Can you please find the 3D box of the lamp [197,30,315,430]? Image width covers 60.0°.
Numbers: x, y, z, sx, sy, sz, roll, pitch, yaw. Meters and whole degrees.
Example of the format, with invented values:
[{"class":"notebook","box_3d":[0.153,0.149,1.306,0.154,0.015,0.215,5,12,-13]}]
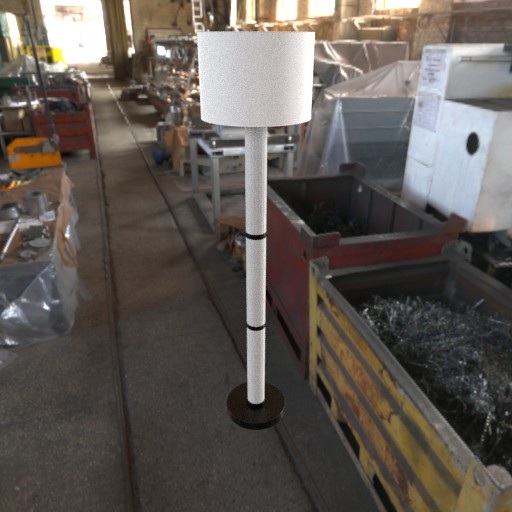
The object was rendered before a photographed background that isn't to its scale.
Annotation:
[{"class":"lamp","box_3d":[0.000,0.000,1.762,0.377,1.599,0.377,19,32,33]}]
